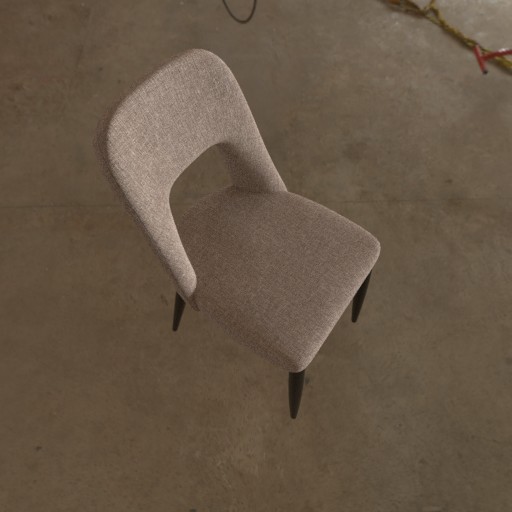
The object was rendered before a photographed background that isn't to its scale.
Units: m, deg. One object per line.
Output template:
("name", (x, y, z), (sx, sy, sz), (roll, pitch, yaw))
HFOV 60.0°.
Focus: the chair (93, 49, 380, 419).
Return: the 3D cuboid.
("chair", (0.000, 0.000, 1.248), (0.612, 0.931, 0.470), (31, 63, 17))
